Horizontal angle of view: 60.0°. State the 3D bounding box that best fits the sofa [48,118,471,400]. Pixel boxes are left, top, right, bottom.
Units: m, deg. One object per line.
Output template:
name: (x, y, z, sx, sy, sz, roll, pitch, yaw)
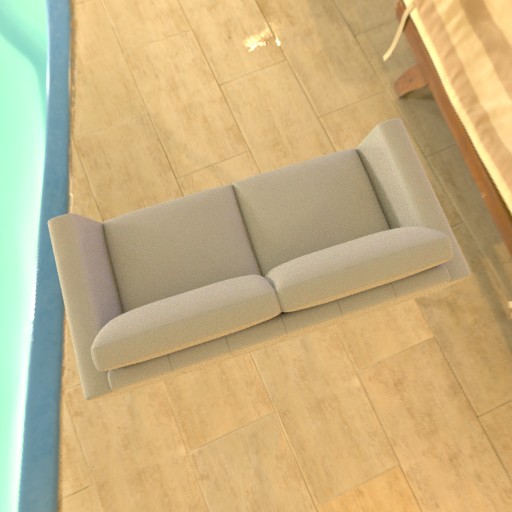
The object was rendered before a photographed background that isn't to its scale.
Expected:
sofa: (0.000, 0.000, 2.437, 2.017, 0.875, 0.953, -17, 76, -5)
